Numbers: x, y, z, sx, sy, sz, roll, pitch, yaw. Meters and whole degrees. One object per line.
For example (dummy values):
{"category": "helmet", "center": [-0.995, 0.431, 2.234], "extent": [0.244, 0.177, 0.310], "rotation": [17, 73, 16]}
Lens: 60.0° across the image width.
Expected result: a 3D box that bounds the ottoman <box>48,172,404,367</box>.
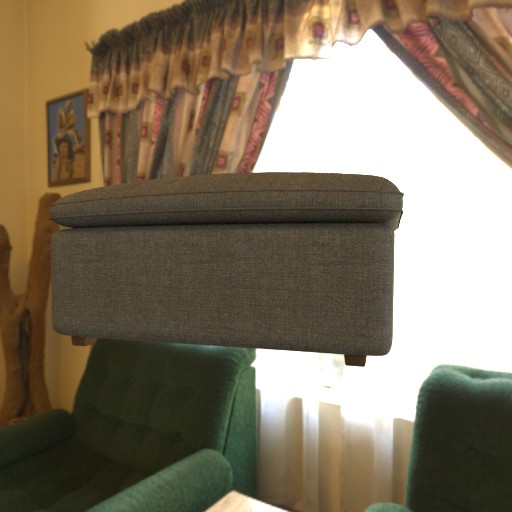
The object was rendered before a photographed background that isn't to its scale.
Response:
{"category": "ottoman", "center": [0.000, 0.000, 1.712], "extent": [1.067, 0.559, 1.067], "rotation": [0, 1, 17]}
